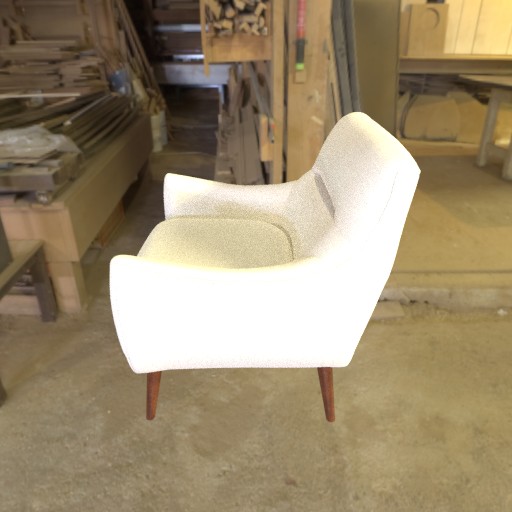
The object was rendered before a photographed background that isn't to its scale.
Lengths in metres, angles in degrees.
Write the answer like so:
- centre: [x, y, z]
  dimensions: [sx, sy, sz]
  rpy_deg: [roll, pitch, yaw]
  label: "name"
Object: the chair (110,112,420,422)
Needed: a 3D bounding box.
- centre: [0.000, 0.000, 1.447]
  dimensions: [0.787, 0.838, 0.762]
  rpy_deg: [0, 27, 1]
  label: "chair"
